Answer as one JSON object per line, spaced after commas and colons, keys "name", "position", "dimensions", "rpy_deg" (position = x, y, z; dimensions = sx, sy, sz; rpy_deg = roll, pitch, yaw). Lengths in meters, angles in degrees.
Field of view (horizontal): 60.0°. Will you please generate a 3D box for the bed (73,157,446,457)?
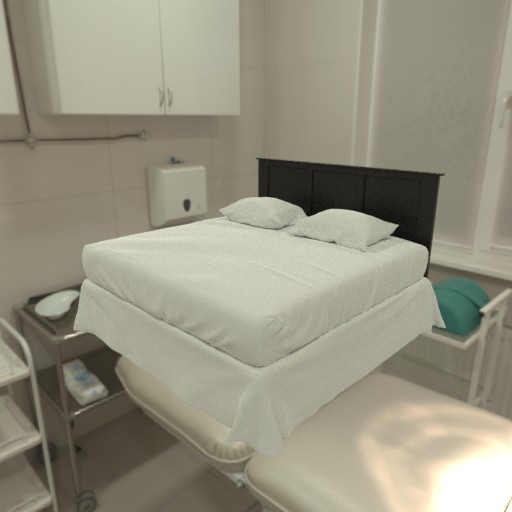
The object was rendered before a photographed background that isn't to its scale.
{"name": "bed", "position": [0.000, 0.000, 3.517], "dimensions": [2.315, 1.271, 2.219], "rpy_deg": [16, 24, 42]}
